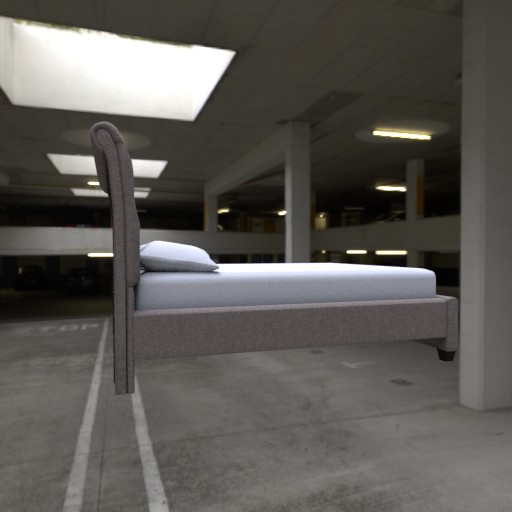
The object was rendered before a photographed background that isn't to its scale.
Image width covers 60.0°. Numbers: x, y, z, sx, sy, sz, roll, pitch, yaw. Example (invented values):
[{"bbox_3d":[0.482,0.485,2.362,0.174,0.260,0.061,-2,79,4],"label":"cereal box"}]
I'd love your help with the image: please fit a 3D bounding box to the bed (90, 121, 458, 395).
[{"bbox_3d":[0.000,0.000,3.309,2.252,1.371,1.645,0,1,-18],"label":"bed"}]
